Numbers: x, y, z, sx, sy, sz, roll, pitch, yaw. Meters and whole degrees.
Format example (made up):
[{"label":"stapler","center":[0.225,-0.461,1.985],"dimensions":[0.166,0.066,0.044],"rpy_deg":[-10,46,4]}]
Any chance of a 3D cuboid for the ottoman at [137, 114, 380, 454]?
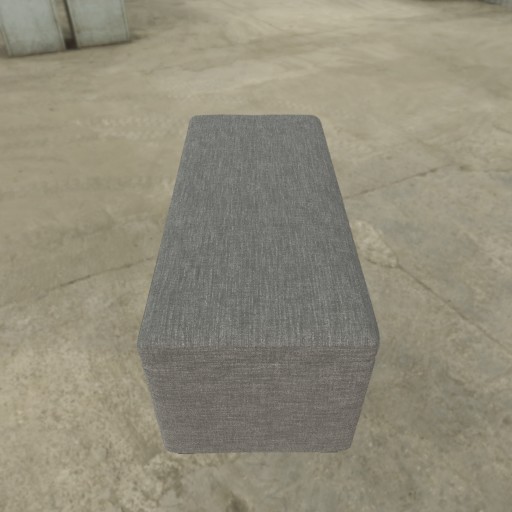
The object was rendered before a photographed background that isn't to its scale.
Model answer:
[{"label":"ottoman","center":[0.000,0.000,1.162],"dimensions":[0.419,0.432,0.902],"rpy_deg":[0,41,0]}]
